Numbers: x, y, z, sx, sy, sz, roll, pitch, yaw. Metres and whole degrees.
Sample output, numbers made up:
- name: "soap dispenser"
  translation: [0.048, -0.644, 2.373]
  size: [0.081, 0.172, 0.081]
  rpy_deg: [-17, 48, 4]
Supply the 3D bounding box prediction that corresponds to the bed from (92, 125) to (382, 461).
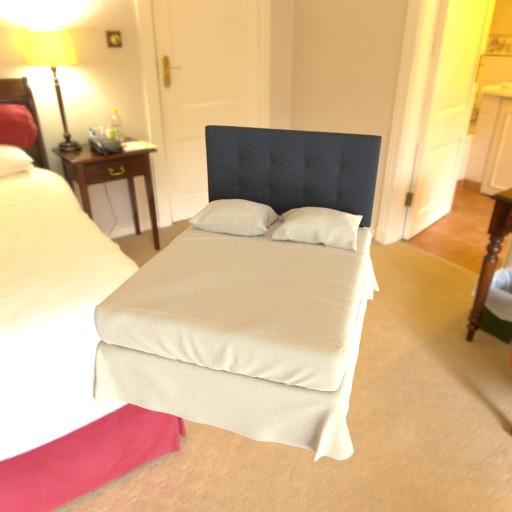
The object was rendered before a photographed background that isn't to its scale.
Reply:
- name: "bed"
  translation: [0.000, 0.000, 3.496]
  size: [1.936, 1.577, 2.222]
  rpy_deg: [8, 28, 16]
